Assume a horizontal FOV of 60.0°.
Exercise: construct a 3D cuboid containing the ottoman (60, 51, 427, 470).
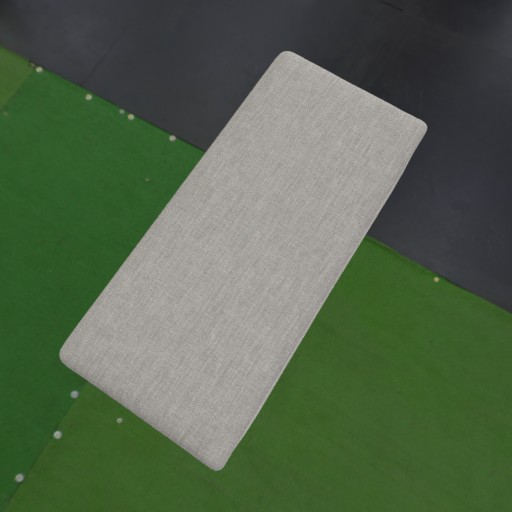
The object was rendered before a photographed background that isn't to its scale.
[{"bbox_3d":[0.000,0.000,1.139,0.419,0.432,0.902,32,77,8],"label":"ottoman"}]
